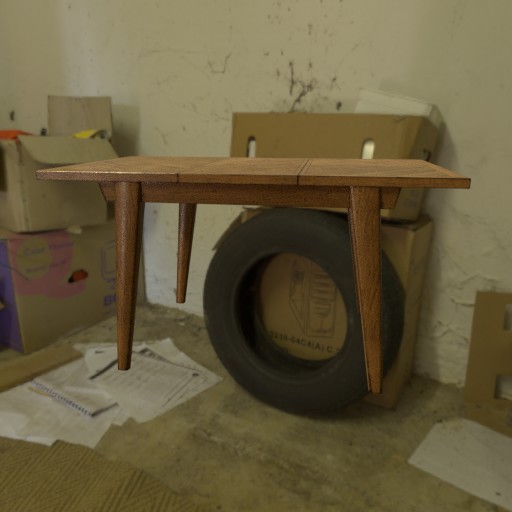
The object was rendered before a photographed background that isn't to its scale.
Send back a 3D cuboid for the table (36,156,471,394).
[{"bbox_3d":[0.000,0.000,1.871,1.400,0.760,0.757,3,17,9],"label":"table"}]
